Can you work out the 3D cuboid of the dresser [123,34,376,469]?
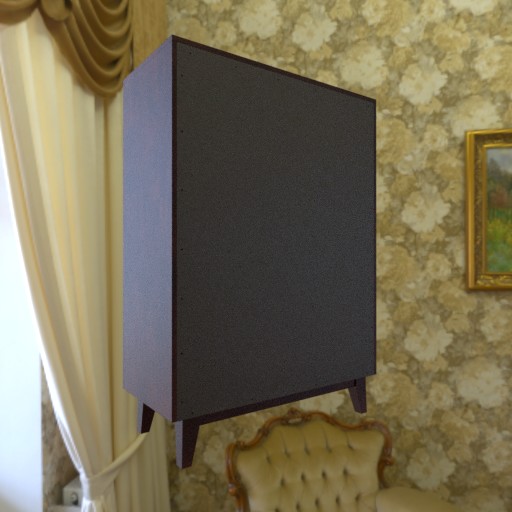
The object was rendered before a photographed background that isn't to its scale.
[{"bbox_3d":[0.000,0.000,2.032,1.072,1.514,0.506,0,0,-36],"label":"dresser"}]
